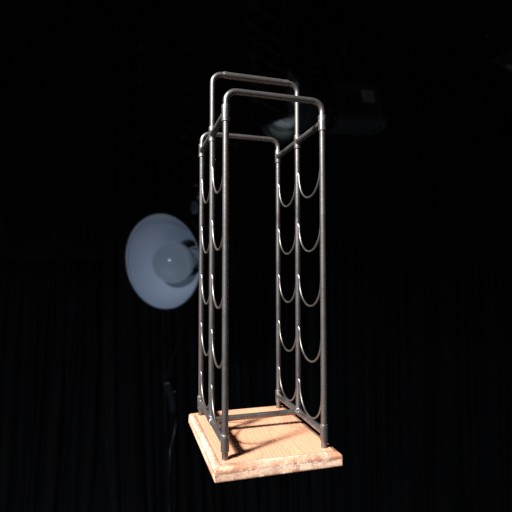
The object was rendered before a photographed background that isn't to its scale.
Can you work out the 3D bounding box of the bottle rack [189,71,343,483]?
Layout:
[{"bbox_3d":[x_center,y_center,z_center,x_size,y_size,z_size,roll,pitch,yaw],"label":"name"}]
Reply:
[{"bbox_3d":[0.000,0.000,0.824,0.208,0.680,0.276,1,-2,-17],"label":"bottle rack"}]
